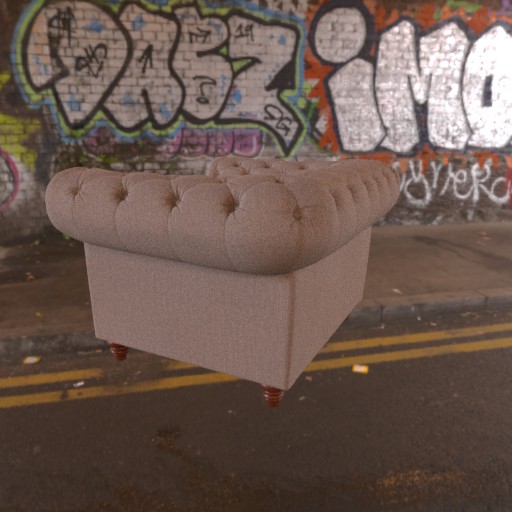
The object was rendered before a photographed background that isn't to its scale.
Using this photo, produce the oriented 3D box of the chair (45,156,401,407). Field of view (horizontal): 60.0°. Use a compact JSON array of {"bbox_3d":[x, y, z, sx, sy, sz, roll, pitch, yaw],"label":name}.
[{"bbox_3d":[0.000,0.000,1.862,0.976,0.770,1.270,8,17,26],"label":"chair"}]
